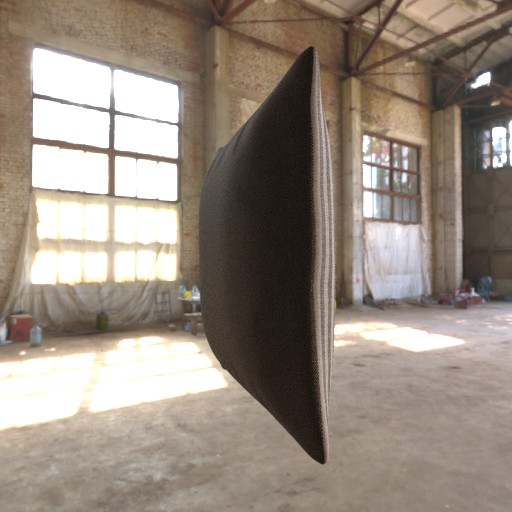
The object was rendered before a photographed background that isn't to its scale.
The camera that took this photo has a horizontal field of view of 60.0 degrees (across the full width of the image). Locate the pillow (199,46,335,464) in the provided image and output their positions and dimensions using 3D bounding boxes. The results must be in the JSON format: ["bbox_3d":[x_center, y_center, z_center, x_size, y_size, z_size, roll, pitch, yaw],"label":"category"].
[{"bbox_3d":[0.000,0.000,0.776,0.166,0.506,0.523,0,-1,-17],"label":"pillow"}]
